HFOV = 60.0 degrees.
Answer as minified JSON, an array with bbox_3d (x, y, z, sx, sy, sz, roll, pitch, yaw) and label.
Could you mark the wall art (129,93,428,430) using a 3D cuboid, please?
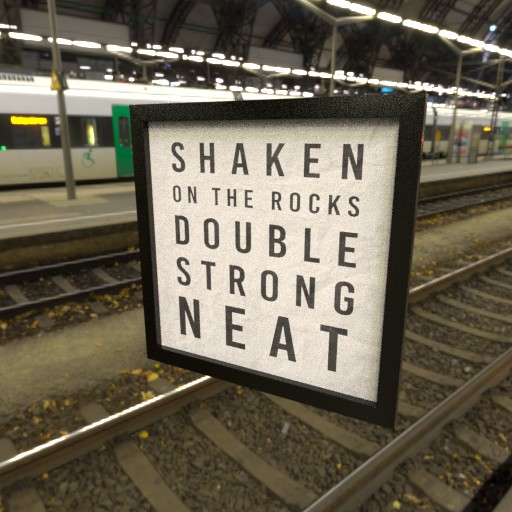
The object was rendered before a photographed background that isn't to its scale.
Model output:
[{"bbox_3d":[0.000,0.000,0.525,0.349,0.349,0.014,8,17,27],"label":"wall art"}]
